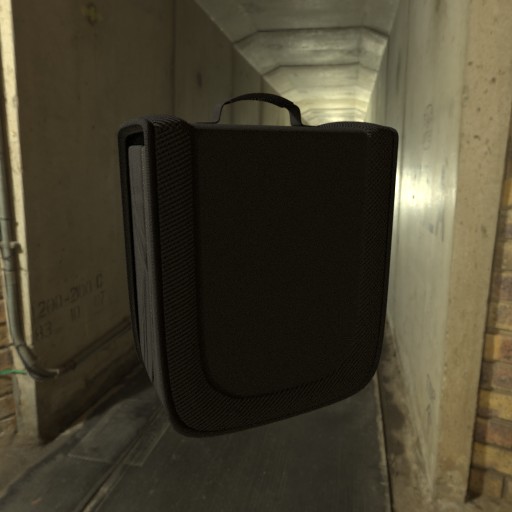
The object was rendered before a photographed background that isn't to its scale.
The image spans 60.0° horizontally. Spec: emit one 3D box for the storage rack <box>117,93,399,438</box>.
[{"bbox_3d":[0.000,0.000,0.562,0.297,0.387,0.168,-6,14,-25],"label":"storage rack"}]
